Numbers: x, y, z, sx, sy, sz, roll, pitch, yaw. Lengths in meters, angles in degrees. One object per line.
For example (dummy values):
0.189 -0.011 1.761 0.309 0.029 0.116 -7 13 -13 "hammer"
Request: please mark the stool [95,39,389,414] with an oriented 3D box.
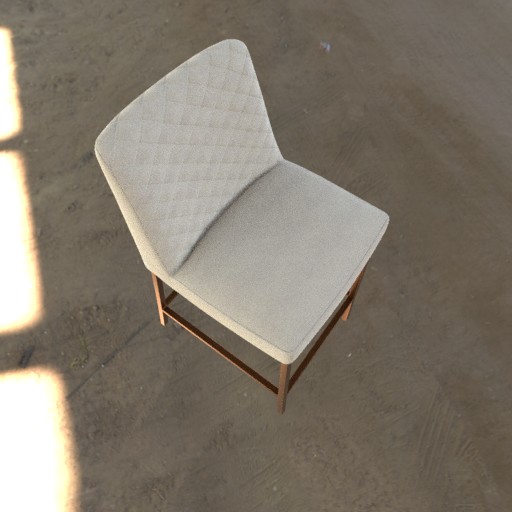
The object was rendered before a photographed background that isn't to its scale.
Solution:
0.000 0.000 1.297 0.576 0.973 0.507 33 64 18 "stool"
